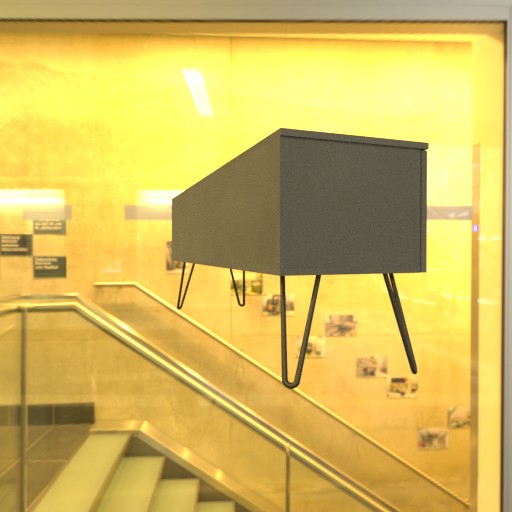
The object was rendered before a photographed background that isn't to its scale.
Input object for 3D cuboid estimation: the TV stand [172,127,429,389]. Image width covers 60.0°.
[{"bbox_3d":[0.000,0.000,1.659,0.400,0.560,1.400,0,1,-20],"label":"TV stand"}]
